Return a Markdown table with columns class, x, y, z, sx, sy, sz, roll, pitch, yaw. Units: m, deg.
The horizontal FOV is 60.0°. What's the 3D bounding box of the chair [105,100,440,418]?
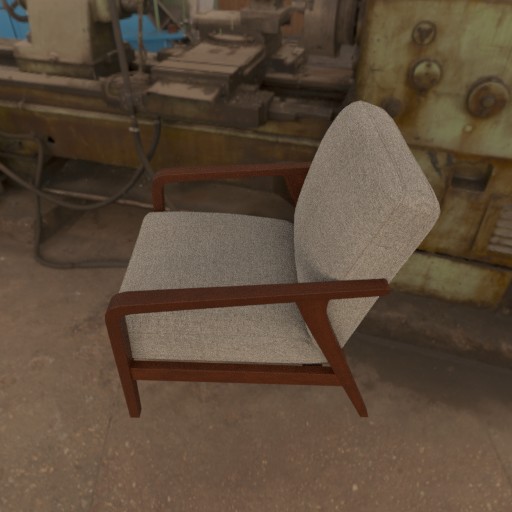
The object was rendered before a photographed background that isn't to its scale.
| class | x | y | z | sx | sy | sz | roll | pitch | yaw |
| --- | --- | --- | --- | --- | --- | --- | --- | --- | --- |
| chair | 0.000 | 0.000 | 1.454 | 0.858 | 0.847 | 0.704 | 0 | 40 | 0 |
